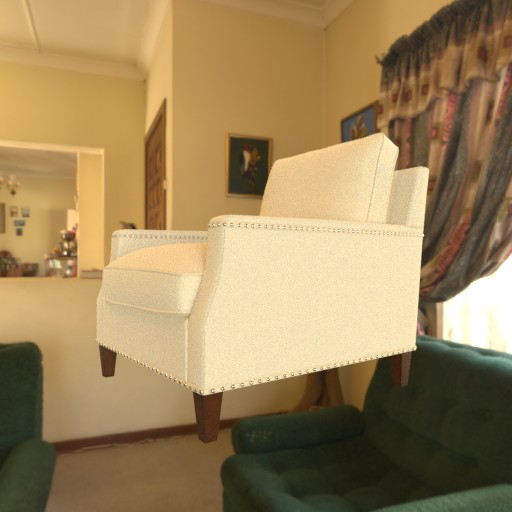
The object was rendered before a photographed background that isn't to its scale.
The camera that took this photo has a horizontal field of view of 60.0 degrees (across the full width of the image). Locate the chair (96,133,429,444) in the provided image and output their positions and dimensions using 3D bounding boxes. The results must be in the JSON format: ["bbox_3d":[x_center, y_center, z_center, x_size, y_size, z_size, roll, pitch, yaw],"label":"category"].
[{"bbox_3d":[0.000,0.000,1.703,1.014,0.943,0.853,0,0,-37],"label":"chair"}]
